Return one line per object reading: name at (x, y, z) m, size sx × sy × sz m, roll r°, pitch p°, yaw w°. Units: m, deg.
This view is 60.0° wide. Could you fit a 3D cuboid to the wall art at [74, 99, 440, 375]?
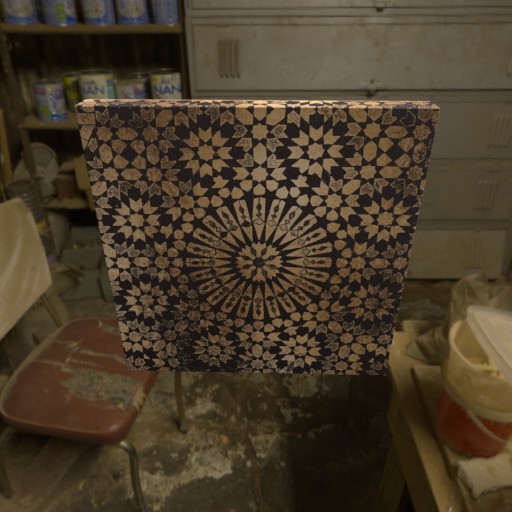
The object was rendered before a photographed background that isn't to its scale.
wall art at (0.000, 0.000, 0.608) m, size 0.405 × 0.405 × 0.038 m, roll 1°, pitch 31°, yaw 1°
